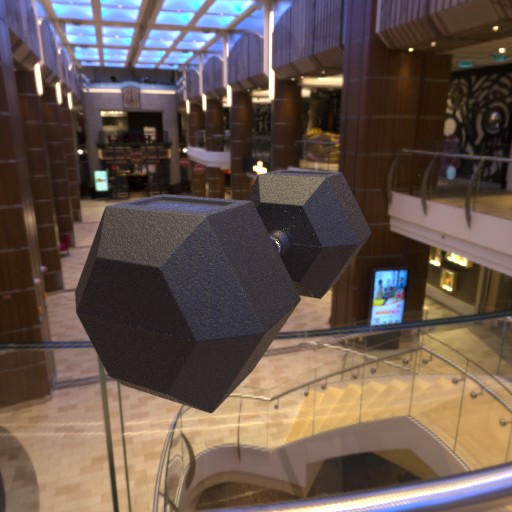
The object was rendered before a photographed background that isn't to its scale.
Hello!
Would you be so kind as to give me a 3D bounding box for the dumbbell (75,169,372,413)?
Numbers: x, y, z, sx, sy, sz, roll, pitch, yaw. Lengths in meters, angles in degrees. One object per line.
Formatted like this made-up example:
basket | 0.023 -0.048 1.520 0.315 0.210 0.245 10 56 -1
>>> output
dumbbell | 0.000 0.000 0.468 0.173 0.150 0.384 8 18 25
